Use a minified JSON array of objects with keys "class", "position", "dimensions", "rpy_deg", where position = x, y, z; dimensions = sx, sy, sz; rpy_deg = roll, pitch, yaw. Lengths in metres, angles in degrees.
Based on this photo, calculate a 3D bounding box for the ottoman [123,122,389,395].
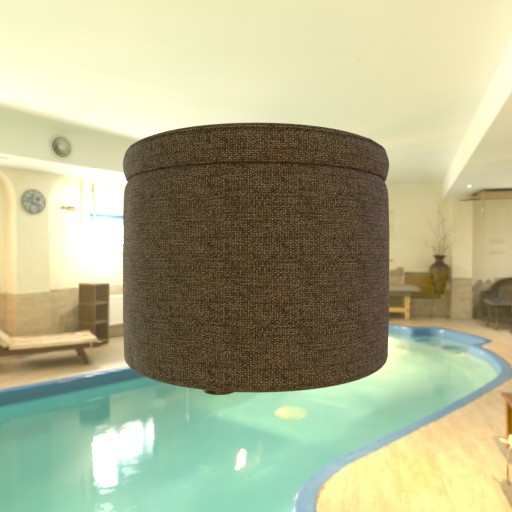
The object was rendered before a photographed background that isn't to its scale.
[{"class":"ottoman","position":[0.000,0.000,0.902],"dimensions":[0.520,0.430,0.520],"rpy_deg":[0,1,0]}]
